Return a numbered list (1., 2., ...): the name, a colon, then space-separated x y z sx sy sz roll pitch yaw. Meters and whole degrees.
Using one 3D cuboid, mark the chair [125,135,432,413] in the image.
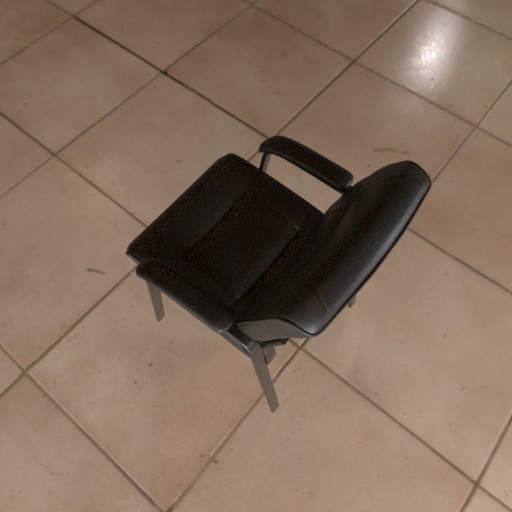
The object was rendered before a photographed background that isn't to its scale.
1. chair: 0.000 0.000 1.335 0.668 0.910 0.591 35 68 16
